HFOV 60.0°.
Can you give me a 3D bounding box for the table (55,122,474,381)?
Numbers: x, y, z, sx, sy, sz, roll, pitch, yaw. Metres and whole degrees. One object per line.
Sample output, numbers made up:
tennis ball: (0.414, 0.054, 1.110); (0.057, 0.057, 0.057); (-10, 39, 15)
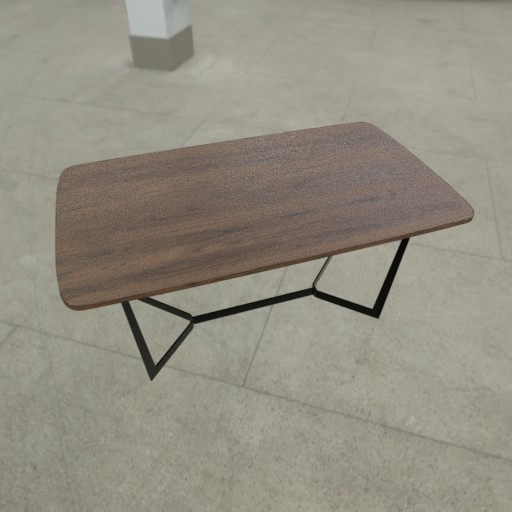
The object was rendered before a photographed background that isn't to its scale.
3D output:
table: (0.000, 0.000, 2.169); (1.643, 0.765, 0.949); (-12, 43, -14)
